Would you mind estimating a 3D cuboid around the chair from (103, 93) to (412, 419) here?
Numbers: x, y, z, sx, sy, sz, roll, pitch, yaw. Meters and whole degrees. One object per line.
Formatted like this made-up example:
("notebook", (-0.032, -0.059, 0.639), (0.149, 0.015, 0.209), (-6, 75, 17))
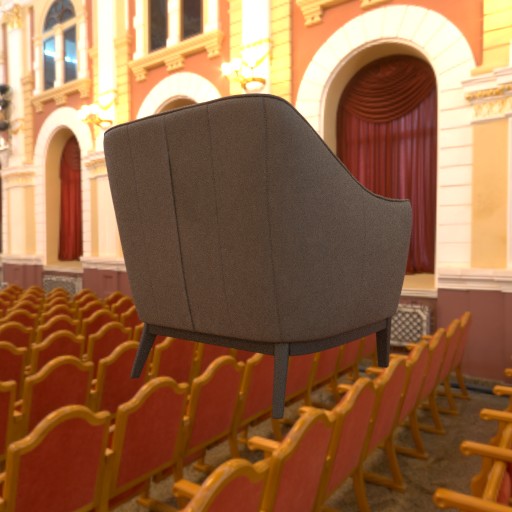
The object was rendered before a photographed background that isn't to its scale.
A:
("chair", (0.000, 0.000, 1.573), (0.871, 0.830, 0.852), (1, 2, 37))
